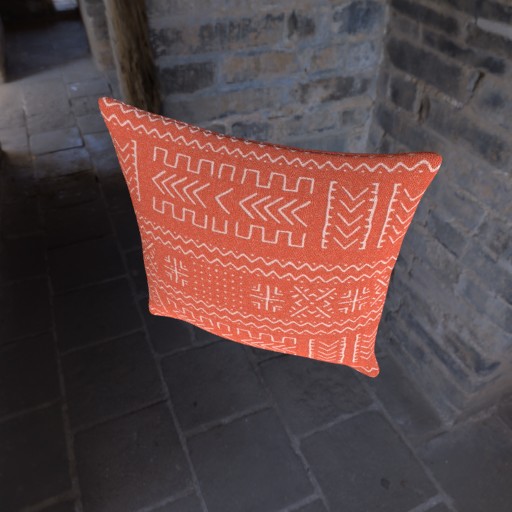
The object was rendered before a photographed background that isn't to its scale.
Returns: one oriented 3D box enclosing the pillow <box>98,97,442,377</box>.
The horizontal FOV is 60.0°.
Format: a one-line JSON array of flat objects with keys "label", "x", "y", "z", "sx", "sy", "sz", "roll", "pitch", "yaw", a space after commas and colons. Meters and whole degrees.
[{"label": "pillow", "x": 0.000, "y": 0.000, "z": 0.666, "sx": 0.438, "sy": 0.429, "sz": 0.164, "roll": 13, "pitch": 44, "yaw": 14}]
